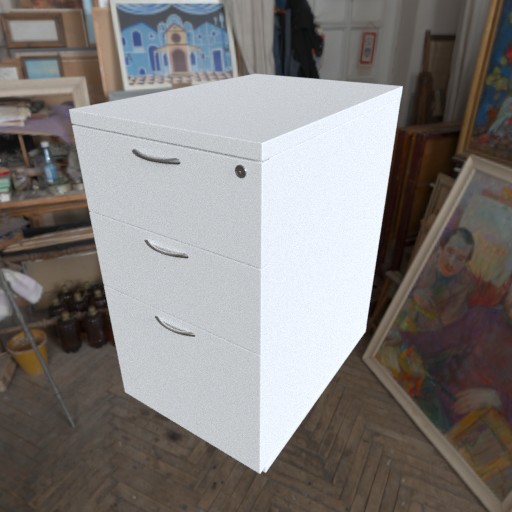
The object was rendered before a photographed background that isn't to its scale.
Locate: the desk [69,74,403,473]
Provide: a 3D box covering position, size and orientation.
[{"bbox_3d":[0.000,0.000,1.065,0.404,0.730,0.600,18,34,29],"label":"desk"}]
